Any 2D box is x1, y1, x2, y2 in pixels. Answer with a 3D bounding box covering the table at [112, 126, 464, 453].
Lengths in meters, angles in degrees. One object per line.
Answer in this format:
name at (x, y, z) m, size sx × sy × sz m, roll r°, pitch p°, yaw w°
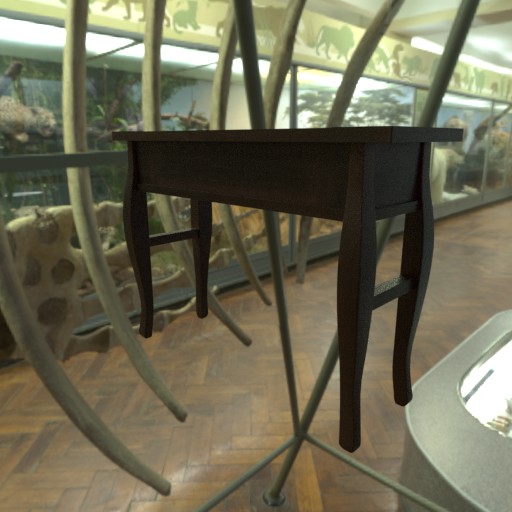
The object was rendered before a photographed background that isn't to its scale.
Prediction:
table at (0.000, 0.000, 1.408) m, size 1.062 × 0.768 × 0.373 m, roll 14°, pitch 20°, yaw 43°
